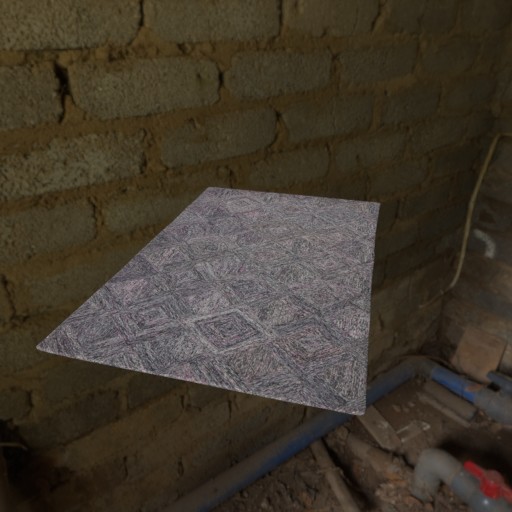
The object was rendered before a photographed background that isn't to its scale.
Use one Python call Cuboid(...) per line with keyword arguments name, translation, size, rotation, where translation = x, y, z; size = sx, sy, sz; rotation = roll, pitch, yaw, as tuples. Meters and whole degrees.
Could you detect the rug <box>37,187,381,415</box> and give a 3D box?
Cuboid(name="rug", translation=(0.000, 0.000, 2.183), size=(1.158, 0.013, 1.752), rotation=(7, 29, 13))
